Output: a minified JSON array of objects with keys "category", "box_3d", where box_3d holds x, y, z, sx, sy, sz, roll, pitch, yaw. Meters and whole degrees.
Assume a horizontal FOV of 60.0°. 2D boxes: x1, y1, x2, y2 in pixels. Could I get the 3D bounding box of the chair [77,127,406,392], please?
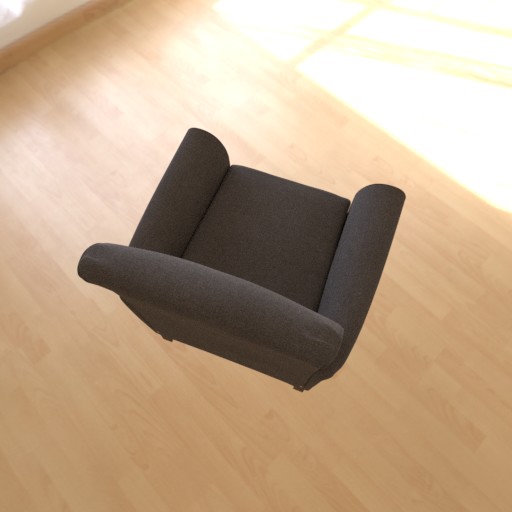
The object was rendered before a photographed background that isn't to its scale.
[{"category":"chair","box_3d":[0.000,0.000,1.760,0.978,1.061,0.905,19,65,9]}]
